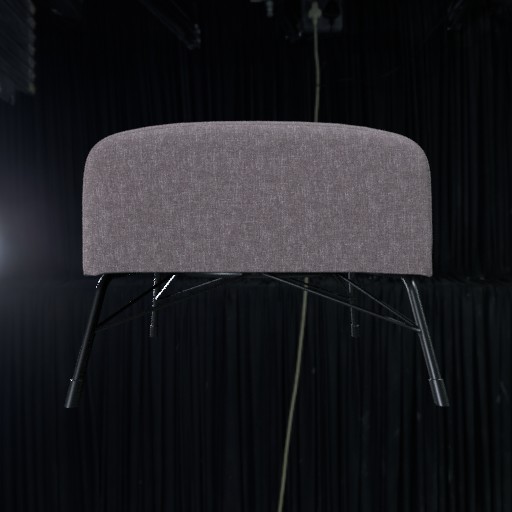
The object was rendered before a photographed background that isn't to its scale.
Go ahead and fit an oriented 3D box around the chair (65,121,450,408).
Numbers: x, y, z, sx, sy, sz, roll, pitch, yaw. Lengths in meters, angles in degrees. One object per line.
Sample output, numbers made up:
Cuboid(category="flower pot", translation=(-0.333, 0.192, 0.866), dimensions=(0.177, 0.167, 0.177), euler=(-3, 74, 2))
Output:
Cuboid(category="chair", translation=(0.000, 0.000, 0.867), dimensions=(0.530, 0.410, 0.530), euler=(0, 0, -1))
